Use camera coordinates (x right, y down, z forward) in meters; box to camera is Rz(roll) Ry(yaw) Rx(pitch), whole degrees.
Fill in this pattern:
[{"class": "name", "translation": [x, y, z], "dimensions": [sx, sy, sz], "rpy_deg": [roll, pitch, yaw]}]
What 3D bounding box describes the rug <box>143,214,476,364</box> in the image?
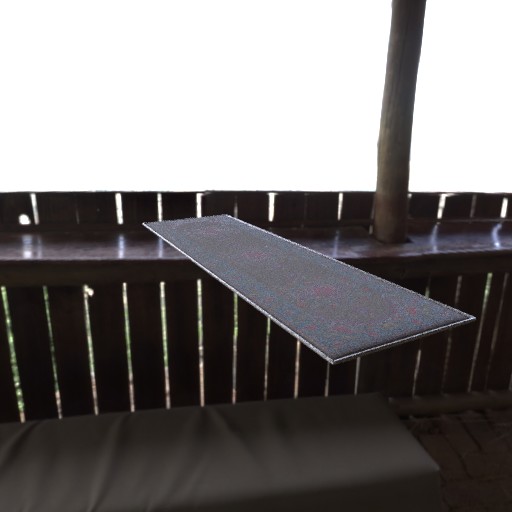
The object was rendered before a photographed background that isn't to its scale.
[{"class": "rug", "translation": [0.000, 0.000, 1.999], "dimensions": [0.553, 0.012, 1.827], "rpy_deg": [-9, 19, -27]}]
